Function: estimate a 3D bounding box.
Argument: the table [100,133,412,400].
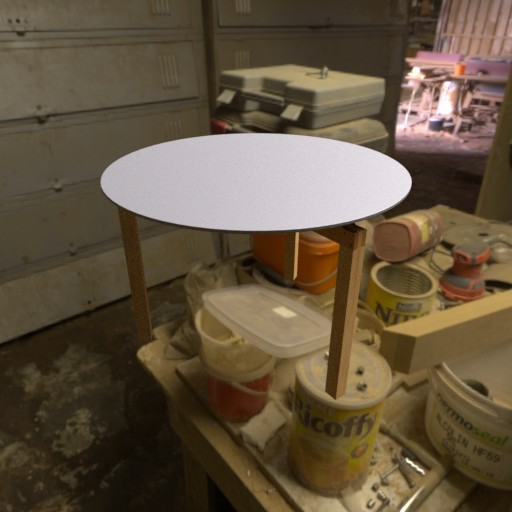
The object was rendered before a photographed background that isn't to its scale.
[{"bbox_3d":[0.000,0.000,0.990,0.600,0.405,0.600,0,28,0],"label":"table"}]
